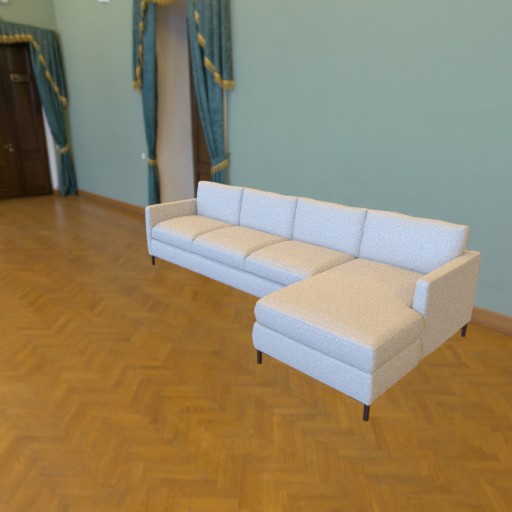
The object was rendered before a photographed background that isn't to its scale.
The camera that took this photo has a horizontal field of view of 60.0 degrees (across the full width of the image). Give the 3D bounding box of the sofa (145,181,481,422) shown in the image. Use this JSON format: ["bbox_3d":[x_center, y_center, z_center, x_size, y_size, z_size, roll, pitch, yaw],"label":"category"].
[{"bbox_3d":[0.000,0.000,3.248,1.258,0.755,2.731,-17,24,-42],"label":"sofa"}]
